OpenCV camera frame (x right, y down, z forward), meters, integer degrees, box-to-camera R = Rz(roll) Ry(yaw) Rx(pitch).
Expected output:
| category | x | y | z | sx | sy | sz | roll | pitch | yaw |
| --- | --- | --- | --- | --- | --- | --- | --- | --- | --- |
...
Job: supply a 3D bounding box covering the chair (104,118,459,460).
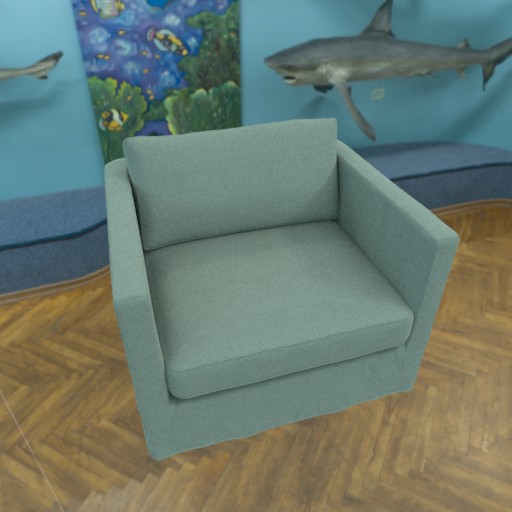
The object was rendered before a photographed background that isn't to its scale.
| category | x | y | z | sx | sy | sz | roll | pitch | yaw |
| --- | --- | --- | --- | --- | --- | --- | --- | --- | --- |
| chair | 0.000 | 0.000 | 1.723 | 1.057 | 0.863 | 0.949 | -10 | 37 | -14 |
